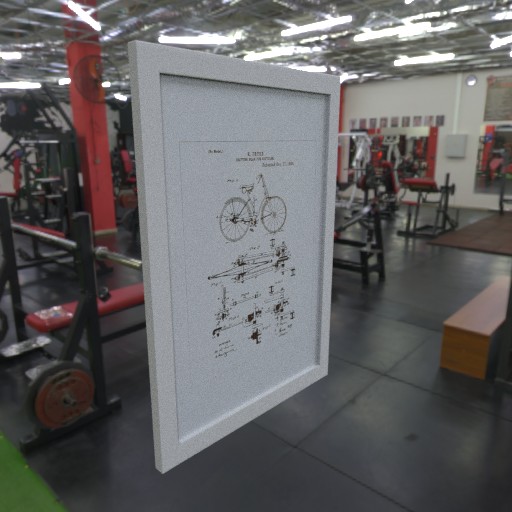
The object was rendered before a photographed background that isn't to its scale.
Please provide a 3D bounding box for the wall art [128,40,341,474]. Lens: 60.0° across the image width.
[{"bbox_3d":[0.000,0.000,0.590,0.015,0.477,0.332,14,20,43],"label":"wall art"}]
